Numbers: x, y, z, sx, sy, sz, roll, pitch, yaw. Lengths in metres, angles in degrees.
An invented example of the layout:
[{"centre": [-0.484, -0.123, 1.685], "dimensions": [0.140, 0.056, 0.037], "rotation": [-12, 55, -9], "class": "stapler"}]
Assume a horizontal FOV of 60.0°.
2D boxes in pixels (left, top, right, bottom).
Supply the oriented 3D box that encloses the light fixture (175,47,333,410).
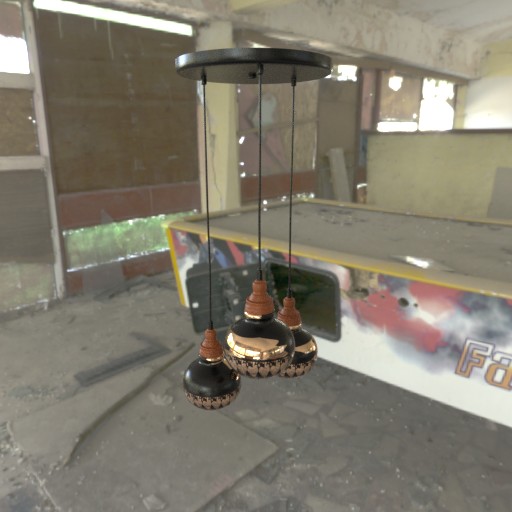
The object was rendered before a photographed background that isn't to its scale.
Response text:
[{"centre": [0.000, 0.000, 1.738], "dimensions": [0.608, 1.410, 0.605], "rotation": [-3, 15, -11], "class": "light fixture"}]
